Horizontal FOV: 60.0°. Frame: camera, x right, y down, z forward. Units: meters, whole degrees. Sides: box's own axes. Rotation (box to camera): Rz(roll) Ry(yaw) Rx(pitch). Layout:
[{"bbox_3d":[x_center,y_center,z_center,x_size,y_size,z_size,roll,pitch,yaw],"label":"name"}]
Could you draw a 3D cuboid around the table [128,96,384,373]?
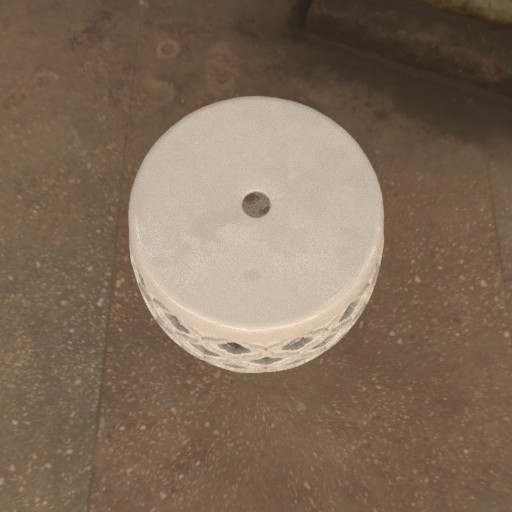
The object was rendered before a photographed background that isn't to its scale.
[{"bbox_3d":[0.000,0.000,0.634,0.325,0.388,0.325,0,74,0],"label":"table"}]
